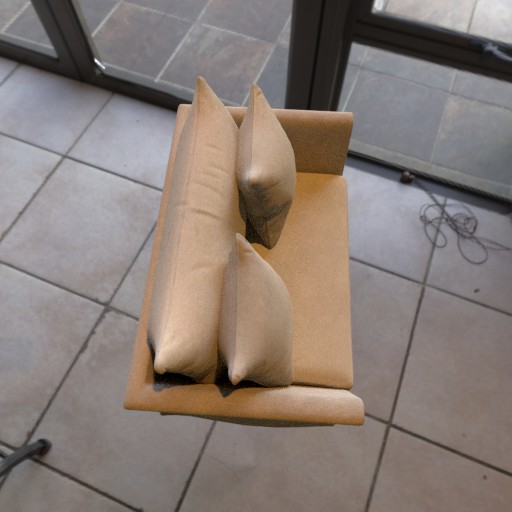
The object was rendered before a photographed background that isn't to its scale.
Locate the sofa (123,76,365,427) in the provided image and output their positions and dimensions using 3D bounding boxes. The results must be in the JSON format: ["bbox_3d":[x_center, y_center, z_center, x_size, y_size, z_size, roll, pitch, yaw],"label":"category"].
[{"bbox_3d":[0.000,0.000,2.280,1.035,1.040,1.608,3,65,2],"label":"sofa"}]
